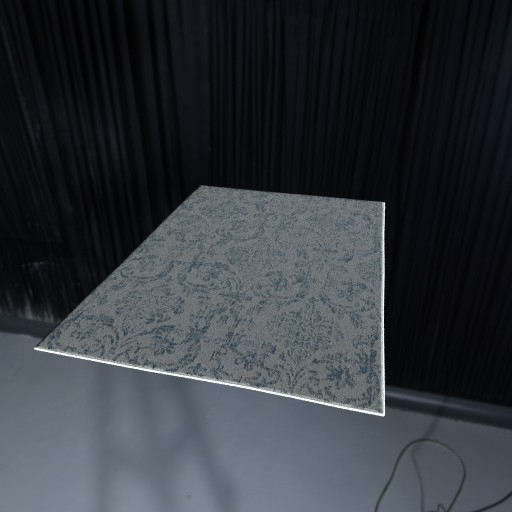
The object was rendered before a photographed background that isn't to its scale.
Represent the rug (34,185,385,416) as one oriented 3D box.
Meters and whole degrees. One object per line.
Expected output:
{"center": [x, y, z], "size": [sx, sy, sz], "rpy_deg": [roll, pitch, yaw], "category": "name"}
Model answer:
{"center": [0.000, 0.000, 2.821], "size": [1.586, 0.014, 2.197], "rpy_deg": [7, 30, 12], "category": "rug"}
